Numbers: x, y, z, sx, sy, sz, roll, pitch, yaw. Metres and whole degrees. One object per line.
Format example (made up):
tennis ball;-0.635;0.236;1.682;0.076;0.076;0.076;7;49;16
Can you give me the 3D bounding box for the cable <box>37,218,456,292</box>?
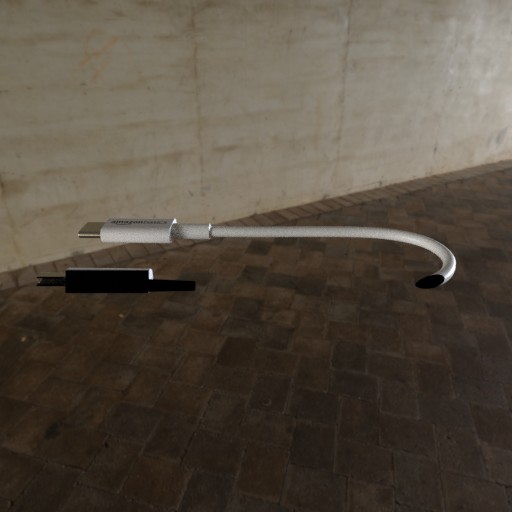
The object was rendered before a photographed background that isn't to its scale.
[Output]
cable;0.000;0.000;0.111;0.098;0.005;0.041;1;27;1
